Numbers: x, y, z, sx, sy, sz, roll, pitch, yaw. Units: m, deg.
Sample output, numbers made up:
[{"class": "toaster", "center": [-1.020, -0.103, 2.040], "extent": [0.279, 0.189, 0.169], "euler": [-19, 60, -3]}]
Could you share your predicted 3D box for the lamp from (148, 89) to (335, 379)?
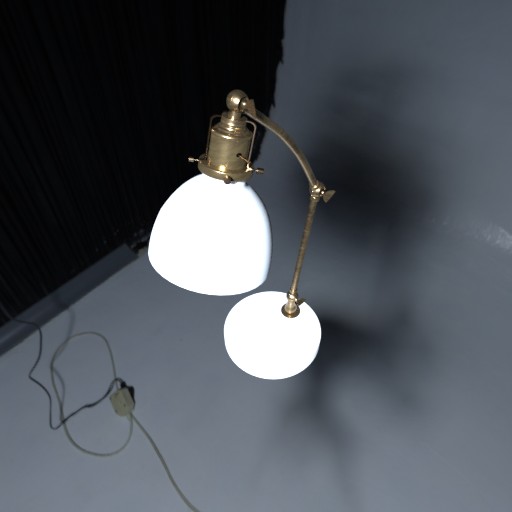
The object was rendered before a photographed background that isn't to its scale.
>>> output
[{"class": "lamp", "center": [0.000, 0.000, 0.657], "extent": [0.186, 0.522, 0.317], "euler": [33, 54, 28]}]
